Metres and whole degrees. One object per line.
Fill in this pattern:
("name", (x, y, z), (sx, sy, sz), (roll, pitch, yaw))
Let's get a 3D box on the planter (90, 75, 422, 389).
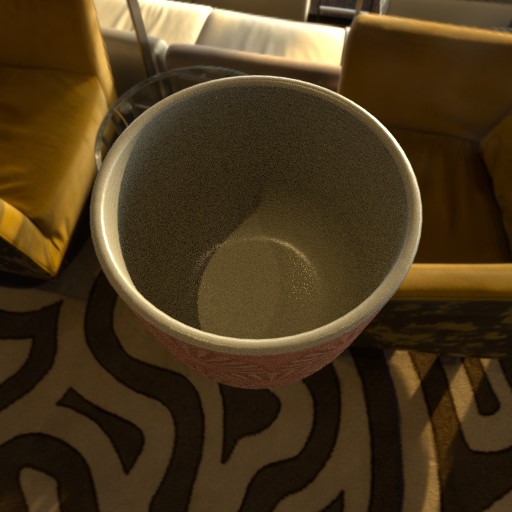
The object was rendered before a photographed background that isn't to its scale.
("planter", (0.000, 0.000, 0.215), (0.124, 0.109, 0.124), (0, 63, 0))
